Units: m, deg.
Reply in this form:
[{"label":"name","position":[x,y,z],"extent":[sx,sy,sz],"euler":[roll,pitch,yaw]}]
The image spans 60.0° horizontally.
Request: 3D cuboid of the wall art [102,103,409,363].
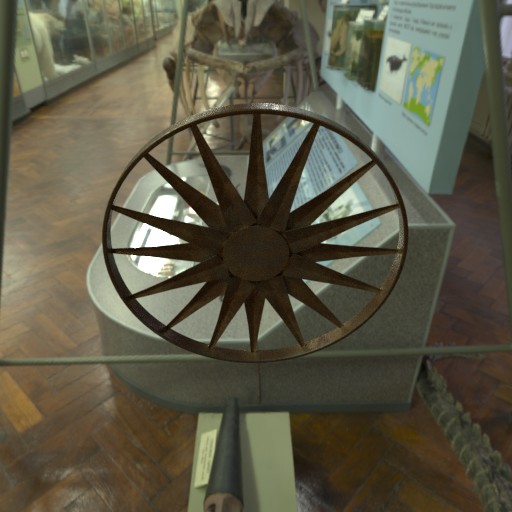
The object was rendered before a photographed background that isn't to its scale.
[{"label":"wall art","position":[0.000,0.000,0.870],"extent":[0.582,0.583,0.084],"euler":[-1,30,-1]}]
